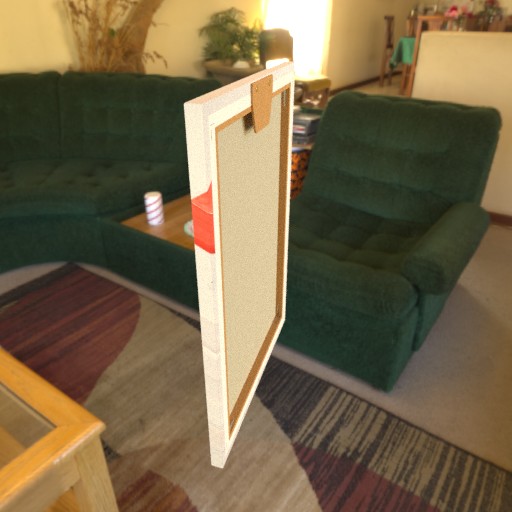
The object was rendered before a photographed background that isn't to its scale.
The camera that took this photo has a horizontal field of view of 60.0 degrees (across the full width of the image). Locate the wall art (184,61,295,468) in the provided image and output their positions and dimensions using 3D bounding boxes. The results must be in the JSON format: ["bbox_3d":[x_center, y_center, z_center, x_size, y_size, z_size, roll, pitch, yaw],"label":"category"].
[{"bbox_3d":[0.000,0.000,1.121,0.036,0.848,0.613,9,30,15],"label":"wall art"}]
